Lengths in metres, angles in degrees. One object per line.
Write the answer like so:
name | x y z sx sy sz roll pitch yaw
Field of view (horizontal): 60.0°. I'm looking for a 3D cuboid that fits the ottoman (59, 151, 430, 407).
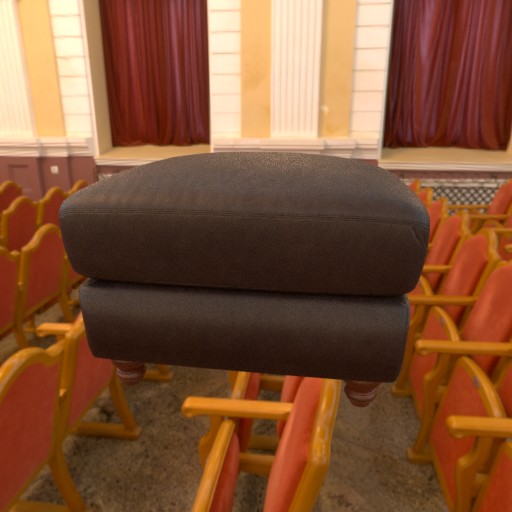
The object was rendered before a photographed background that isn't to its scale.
ottoman | 0.000 0.000 1.264 0.806 0.569 0.670 3 18 8
